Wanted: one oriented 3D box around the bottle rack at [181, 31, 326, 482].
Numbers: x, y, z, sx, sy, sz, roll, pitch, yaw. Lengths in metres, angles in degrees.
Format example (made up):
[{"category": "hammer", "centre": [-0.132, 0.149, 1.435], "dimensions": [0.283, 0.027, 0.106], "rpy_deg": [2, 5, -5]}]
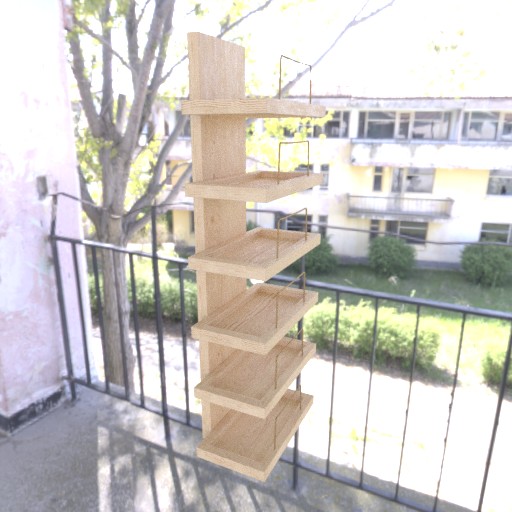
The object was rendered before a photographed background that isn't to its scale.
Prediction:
[{"category": "bottle rack", "centre": [0.000, 0.000, 1.046], "dimensions": [0.206, 0.943, 0.330], "rpy_deg": [8, 18, 25]}]
